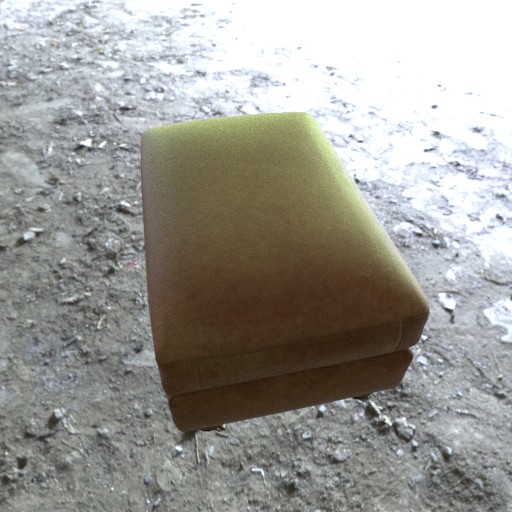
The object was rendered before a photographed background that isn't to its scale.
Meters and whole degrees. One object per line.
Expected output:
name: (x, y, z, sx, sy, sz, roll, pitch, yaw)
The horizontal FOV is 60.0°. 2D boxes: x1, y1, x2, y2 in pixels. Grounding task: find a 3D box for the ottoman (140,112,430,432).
ottoman: (0.000, 0.000, 1.229, 0.565, 0.507, 0.852, -9, 46, -9)
